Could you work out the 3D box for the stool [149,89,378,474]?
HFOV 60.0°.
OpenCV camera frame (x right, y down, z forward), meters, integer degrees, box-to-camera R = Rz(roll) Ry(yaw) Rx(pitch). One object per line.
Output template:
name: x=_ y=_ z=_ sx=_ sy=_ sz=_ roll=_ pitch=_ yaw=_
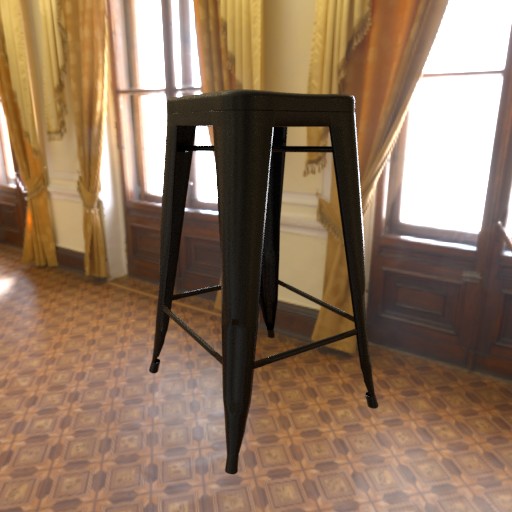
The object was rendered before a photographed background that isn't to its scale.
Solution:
stool: x=0.000 y=0.000 z=0.897 sx=0.423 sy=0.609 sz=0.455 roll=-15 pitch=22 yaw=-41
